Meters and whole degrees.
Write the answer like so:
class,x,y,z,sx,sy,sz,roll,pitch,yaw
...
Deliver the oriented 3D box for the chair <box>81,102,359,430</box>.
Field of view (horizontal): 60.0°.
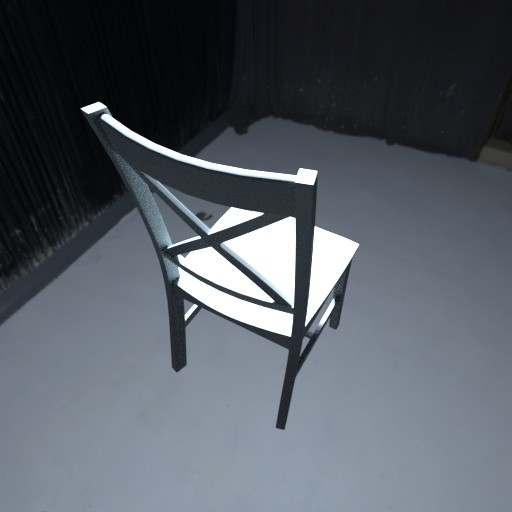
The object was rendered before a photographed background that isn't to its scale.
class,x,y,z,sx,sy,sz,roll,pitch,yaw
chair,0.000,0.000,1.256,0.485,0.983,0.542,22,49,21
